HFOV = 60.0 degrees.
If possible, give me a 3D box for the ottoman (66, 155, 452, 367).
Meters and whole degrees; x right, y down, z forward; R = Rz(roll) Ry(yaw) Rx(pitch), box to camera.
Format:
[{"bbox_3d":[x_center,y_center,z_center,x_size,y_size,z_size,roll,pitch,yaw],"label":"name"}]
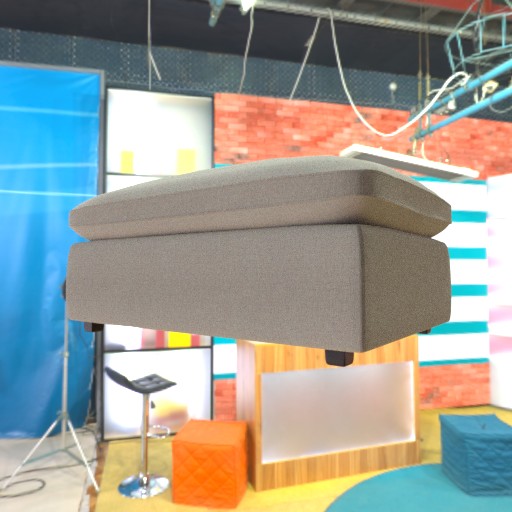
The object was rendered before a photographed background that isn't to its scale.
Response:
[{"bbox_3d":[0.000,0.000,1.323,0.984,0.453,0.686,-2,-3,36],"label":"ottoman"}]
